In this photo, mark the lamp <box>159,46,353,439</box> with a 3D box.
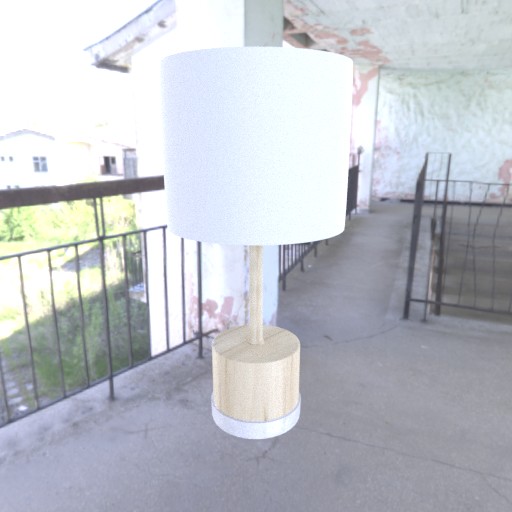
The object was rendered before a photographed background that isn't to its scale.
[{"bbox_3d":[0.000,0.000,0.589,0.229,0.470,0.229,13,20,41],"label":"lamp"}]
